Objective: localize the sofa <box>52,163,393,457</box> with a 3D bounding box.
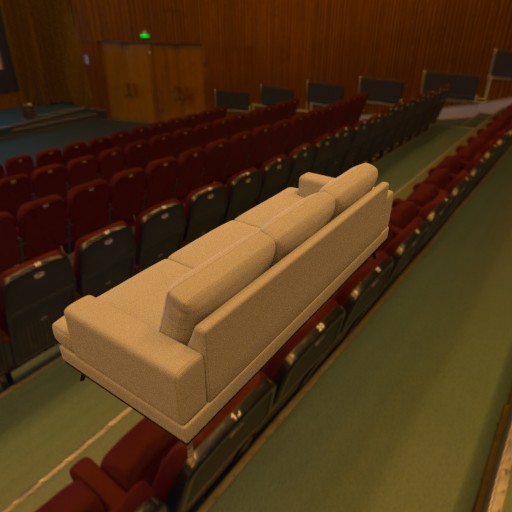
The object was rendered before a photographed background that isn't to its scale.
[{"bbox_3d":[0.000,0.000,2.802,0.920,0.810,2.310,20,35,30],"label":"sofa"}]
